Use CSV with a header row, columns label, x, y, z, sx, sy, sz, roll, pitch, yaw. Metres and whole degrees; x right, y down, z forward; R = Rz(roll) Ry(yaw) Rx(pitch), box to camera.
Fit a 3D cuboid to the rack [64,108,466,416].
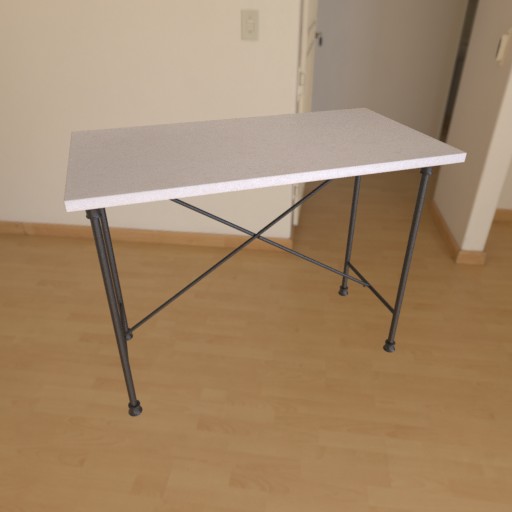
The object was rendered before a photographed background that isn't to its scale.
label,x,y,z,sx,sy,sz,roll,pitch,yaw
rack,0.000,0.000,1.682,1.159,0.880,0.613,-10,33,-15
